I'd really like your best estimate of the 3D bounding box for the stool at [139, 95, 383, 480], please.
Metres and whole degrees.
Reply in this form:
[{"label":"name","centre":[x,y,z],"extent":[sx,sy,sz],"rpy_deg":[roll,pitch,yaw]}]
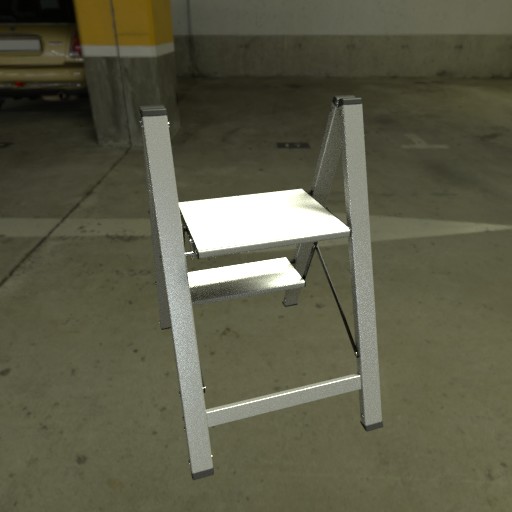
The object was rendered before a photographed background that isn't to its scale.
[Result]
[{"label":"stool","centre":[0.000,0.000,1.005],"extent":[0.440,0.670,0.535],"rpy_deg":[-9,29,-15]}]
